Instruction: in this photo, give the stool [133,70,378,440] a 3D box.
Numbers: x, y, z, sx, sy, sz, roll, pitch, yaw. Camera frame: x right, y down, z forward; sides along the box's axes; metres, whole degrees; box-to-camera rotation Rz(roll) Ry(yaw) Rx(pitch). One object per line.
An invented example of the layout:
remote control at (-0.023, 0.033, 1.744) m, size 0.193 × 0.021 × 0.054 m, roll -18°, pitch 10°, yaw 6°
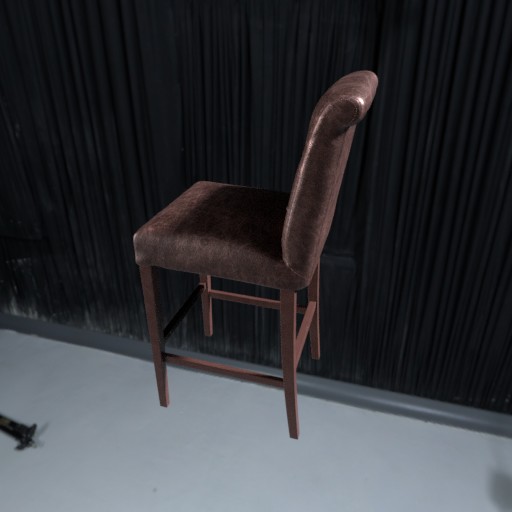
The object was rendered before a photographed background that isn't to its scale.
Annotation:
stool at (0.000, 0.000, 1.525) m, size 0.659 × 1.168 × 0.483 m, roll 8°, pitch 30°, yaw 15°
